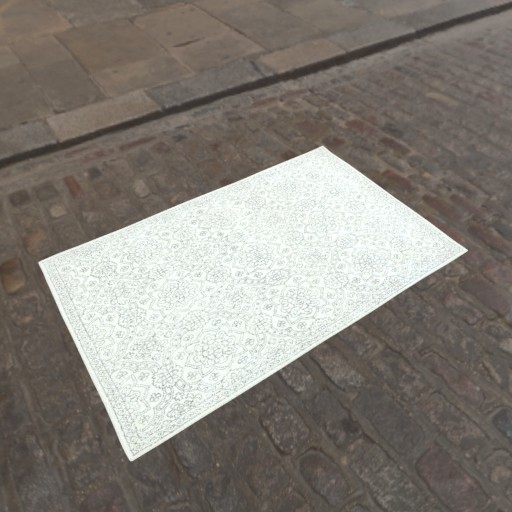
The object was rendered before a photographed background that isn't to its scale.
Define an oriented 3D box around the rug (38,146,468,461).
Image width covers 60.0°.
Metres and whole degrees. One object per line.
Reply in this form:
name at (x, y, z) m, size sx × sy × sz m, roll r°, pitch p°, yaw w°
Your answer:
rug at (0.000, 0.000, 2.939) m, size 2.434 × 0.023 × 1.518 m, roll -26°, pitch 52°, yaw -23°
